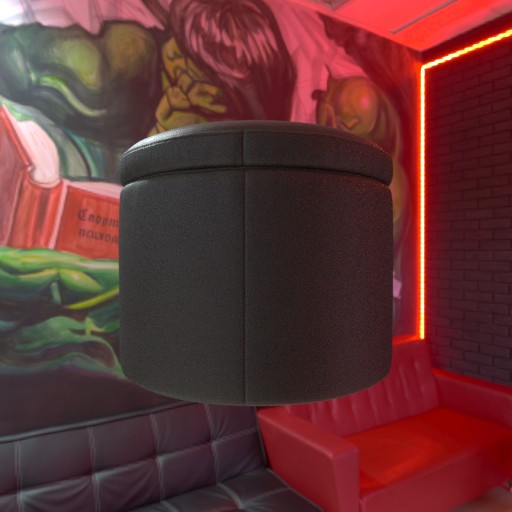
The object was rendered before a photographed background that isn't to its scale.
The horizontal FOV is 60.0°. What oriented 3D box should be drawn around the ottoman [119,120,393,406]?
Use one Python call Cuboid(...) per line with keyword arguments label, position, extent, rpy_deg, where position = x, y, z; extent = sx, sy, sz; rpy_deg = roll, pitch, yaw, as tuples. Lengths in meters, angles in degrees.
Cuboid(label="ottoman", position=(0.000, 0.000, 0.844), extent=(0.500, 0.409, 0.500), rpy_deg=(0, 0, 0))
